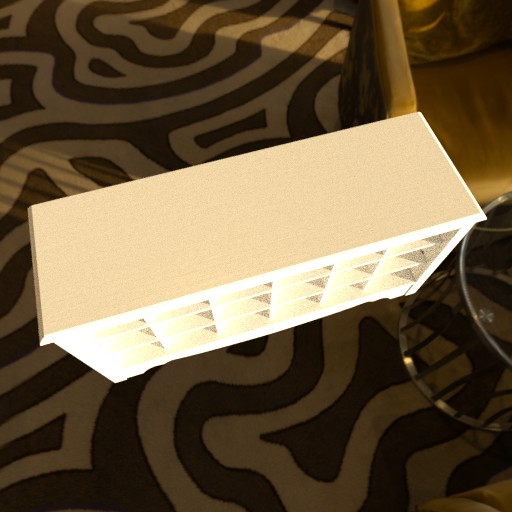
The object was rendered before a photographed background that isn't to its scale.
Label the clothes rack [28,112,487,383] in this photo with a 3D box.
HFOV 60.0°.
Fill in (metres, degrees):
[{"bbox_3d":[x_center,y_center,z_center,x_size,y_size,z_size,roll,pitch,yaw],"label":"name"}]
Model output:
[{"bbox_3d":[0.000,0.000,1.474,1.218,0.558,0.405,-15,65,-7],"label":"clothes rack"}]
